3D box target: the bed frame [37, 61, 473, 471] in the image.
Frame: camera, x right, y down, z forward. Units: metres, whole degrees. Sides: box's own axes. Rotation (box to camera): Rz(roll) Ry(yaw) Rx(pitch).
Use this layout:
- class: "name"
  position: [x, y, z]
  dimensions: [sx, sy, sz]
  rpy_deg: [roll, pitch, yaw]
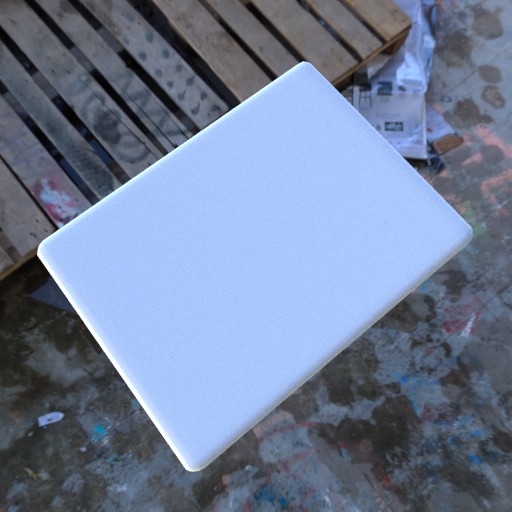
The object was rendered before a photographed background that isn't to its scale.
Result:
- class: "bed frame"
  position: [0.000, 0.000, 2.817]
  dimensions: [2.037, 0.677, 1.528]
  rpy_deg: [-38, 78, -10]
